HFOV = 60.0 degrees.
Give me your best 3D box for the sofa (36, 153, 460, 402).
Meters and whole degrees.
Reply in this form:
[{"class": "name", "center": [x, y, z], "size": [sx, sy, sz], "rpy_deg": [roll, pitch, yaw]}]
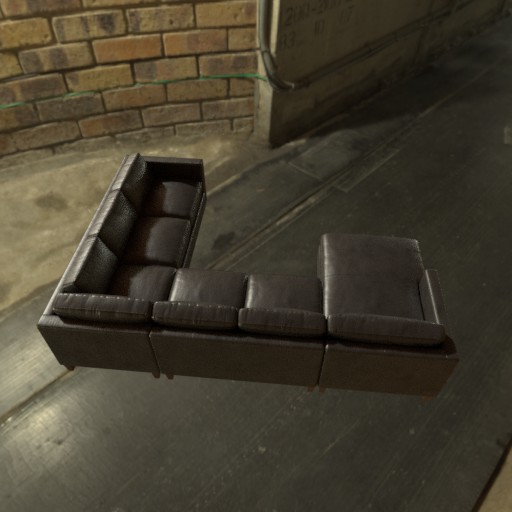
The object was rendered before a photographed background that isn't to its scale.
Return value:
[{"class": "sofa", "center": [0.000, 0.000, 4.486], "size": [3.324, 0.891, 2.452], "rpy_deg": [4, 46, 4]}]
